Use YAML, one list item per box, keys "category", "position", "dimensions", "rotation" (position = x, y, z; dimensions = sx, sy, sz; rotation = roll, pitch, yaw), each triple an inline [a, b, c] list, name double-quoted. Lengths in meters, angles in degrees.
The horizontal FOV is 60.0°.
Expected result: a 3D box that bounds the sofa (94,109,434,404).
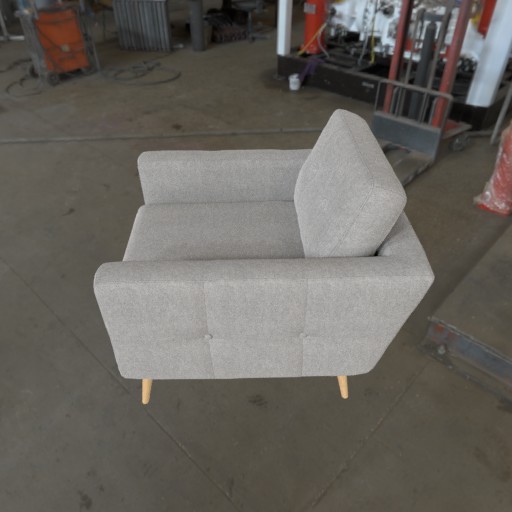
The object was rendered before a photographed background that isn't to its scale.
- category: "sofa"
  position: [0.000, 0.000, 1.552]
  dimensions: [0.920, 0.860, 0.770]
  rotation: [-1, 39, -1]
